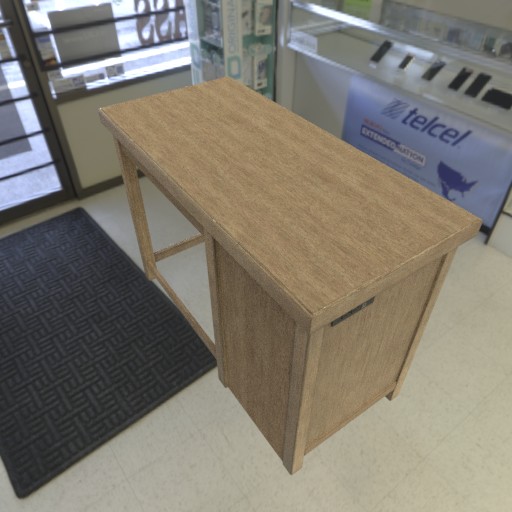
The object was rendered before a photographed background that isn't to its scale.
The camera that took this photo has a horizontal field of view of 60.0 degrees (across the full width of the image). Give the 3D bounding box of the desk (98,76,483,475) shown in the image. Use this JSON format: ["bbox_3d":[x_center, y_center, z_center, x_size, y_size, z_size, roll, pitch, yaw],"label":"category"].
[{"bbox_3d":[0.000,0.000,1.768,0.610,0.912,1.289,-25,48,-25],"label":"desk"}]
